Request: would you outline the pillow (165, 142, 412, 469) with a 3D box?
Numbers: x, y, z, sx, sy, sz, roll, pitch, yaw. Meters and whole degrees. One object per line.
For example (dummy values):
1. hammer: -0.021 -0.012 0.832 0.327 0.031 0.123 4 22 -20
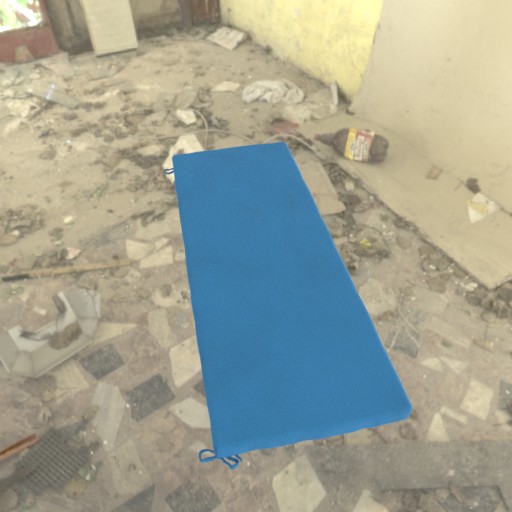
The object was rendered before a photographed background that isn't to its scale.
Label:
1. pillow: 0.000 0.000 1.366 0.492 0.081 1.187 -9 47 -8
